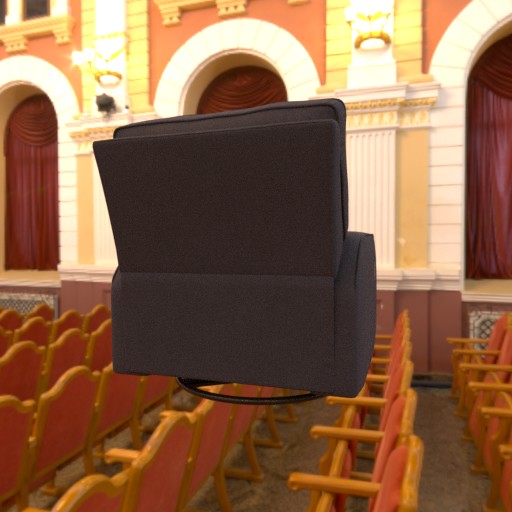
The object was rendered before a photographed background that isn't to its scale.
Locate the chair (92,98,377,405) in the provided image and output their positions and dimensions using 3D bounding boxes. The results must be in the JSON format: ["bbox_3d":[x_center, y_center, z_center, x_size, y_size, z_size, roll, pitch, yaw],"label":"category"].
[{"bbox_3d":[0.000,0.000,1.695,0.861,0.962,0.964,0,1,19],"label":"chair"}]
